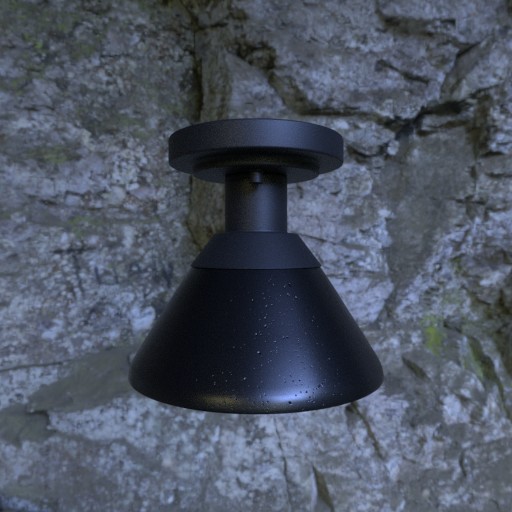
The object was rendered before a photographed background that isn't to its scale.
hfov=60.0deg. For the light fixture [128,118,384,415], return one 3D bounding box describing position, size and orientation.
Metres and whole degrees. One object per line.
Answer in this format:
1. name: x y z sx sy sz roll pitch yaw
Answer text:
1. light fixture: 0.000 0.000 0.360 0.200 0.183 0.200 0 1 0
